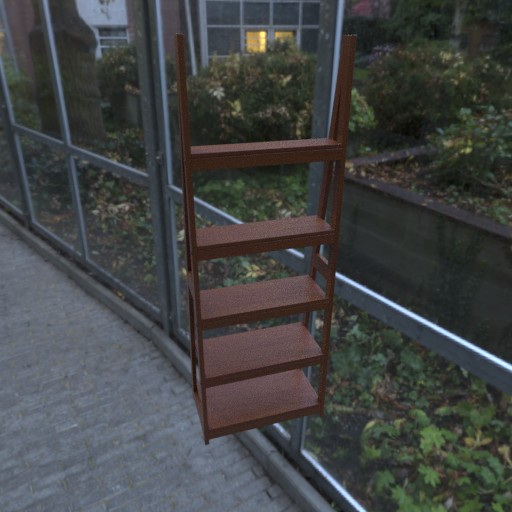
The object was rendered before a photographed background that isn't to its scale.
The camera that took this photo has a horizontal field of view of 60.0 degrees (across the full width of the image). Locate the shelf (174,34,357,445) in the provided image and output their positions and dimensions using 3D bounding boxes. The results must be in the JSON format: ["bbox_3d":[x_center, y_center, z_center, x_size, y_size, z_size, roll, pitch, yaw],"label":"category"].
[{"bbox_3d":[0.000,0.000,1.997,0.630,1.780,0.356,-8,27,-16],"label":"shelf"}]
